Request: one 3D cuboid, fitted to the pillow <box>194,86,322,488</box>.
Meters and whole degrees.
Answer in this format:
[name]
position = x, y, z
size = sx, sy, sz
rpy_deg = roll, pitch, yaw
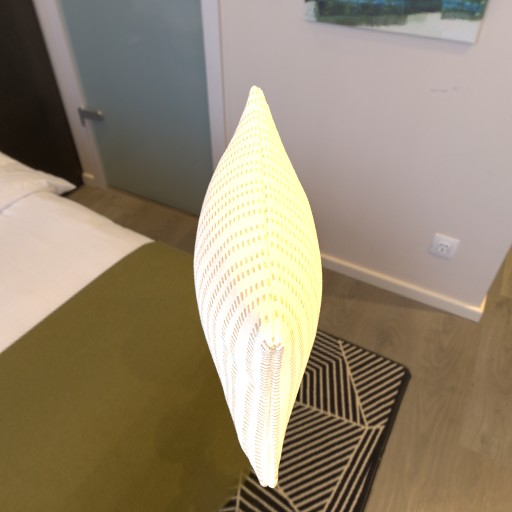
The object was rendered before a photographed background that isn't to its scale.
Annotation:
[pillow]
position = 0.000, 0.000, 0.769
size = 0.210, 0.353, 0.640
rpy_deg = -1, 42, -1
